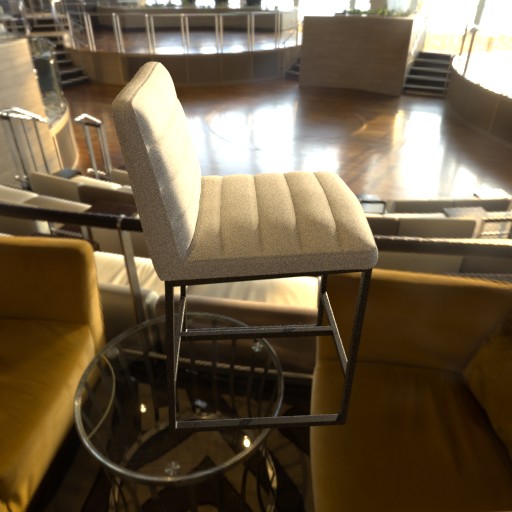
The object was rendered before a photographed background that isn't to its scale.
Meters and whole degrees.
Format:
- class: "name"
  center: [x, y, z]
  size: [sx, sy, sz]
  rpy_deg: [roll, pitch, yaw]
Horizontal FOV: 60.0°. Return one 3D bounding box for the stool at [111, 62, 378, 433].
- class: "stool"
  center: [0.000, 0.000, 1.261]
  size: [0.567, 0.971, 0.459]
  rpy_deg: [-2, 33, -3]
